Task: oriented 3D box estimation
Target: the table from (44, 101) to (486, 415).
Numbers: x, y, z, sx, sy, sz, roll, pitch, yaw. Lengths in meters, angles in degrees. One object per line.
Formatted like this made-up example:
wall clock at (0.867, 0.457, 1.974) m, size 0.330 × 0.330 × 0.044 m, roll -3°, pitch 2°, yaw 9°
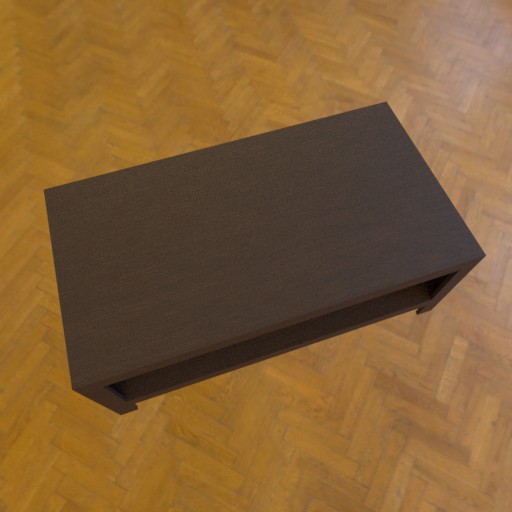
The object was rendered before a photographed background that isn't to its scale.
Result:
table at (0.000, 0.000, 1.424) m, size 1.099 × 0.424 × 0.597 m, roll -17°, pitch 64°, yaw -8°
